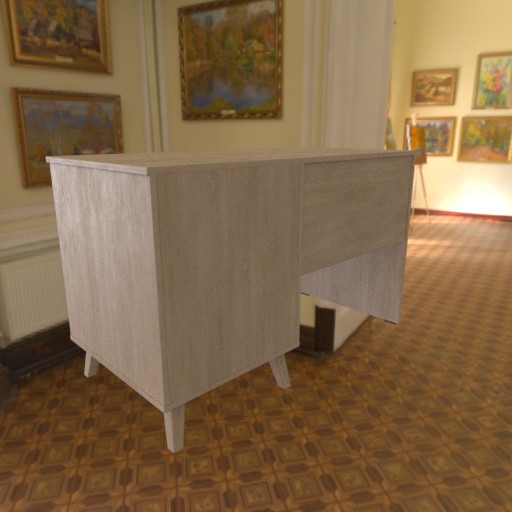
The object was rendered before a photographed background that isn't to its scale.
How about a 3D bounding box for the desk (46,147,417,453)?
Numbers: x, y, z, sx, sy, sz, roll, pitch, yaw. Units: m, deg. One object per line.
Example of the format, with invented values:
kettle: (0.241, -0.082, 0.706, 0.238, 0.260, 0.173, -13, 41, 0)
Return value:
desk: (0.000, 0.000, 1.701, 1.251, 0.770, 0.600, -15, 21, -42)
